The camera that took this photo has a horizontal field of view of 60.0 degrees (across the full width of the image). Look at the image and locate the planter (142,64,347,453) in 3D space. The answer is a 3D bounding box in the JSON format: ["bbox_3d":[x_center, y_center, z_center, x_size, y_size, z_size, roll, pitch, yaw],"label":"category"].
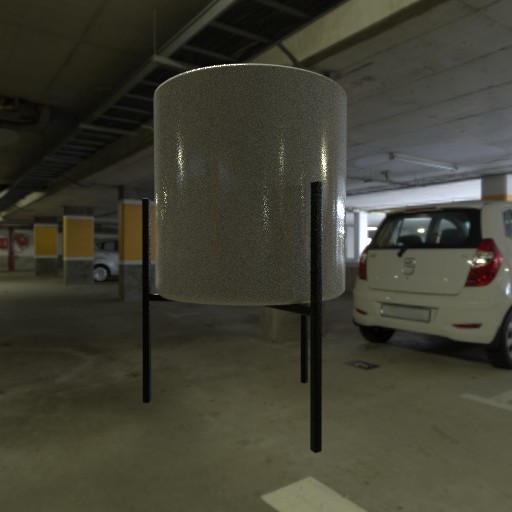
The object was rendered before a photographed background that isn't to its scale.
[{"bbox_3d":[0.000,0.000,0.522,0.239,0.356,0.239,1,1,37],"label":"planter"}]
